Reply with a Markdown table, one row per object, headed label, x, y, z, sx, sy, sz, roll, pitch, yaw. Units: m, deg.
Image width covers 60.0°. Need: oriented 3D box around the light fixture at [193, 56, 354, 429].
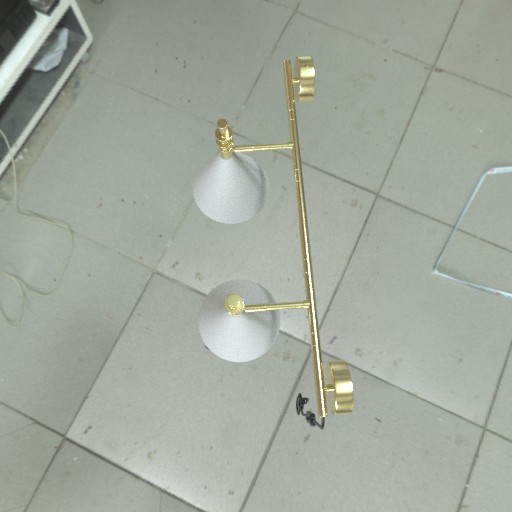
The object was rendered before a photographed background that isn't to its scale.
| label | x | y | z | sx | sy | sz | roll | pitch | yaw |
| --- | --- | --- | --- | --- | --- | --- | --- | --- | --- |
| light fixture | 0.000 | 0.000 | 0.867 | 0.239 | 0.468 | 0.642 | -4 | 76 | -1 |
